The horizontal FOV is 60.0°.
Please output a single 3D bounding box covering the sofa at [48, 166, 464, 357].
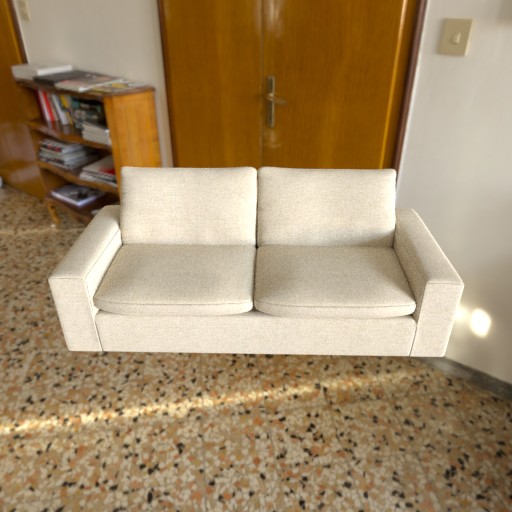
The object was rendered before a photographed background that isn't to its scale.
[{"bbox_3d":[0.000,0.000,2.870,2.299,0.922,1.040,1,30,1],"label":"sofa"}]
